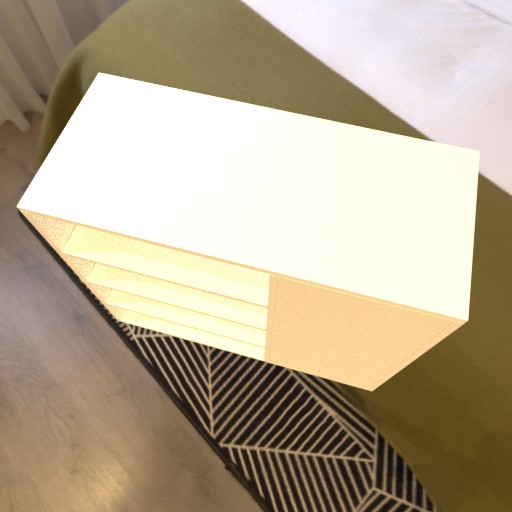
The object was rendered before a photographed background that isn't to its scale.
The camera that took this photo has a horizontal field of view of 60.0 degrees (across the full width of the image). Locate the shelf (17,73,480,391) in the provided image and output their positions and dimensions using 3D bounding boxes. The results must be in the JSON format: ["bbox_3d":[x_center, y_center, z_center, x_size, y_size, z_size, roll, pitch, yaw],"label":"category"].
[{"bbox_3d":[0.000,0.000,1.255,0.895,0.732,0.396,14,64,7],"label":"shelf"}]
